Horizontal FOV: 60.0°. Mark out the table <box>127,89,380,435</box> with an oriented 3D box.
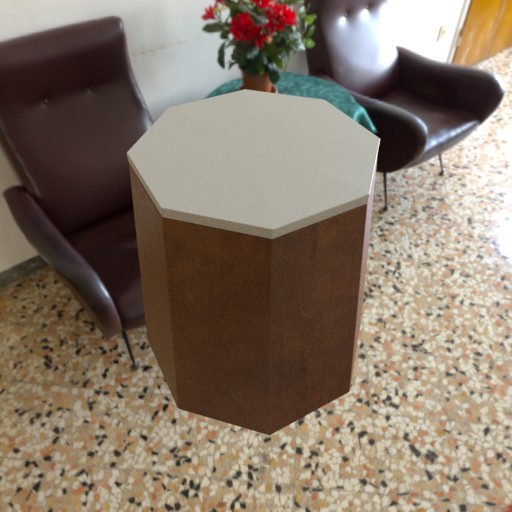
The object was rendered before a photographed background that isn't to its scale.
[{"bbox_3d":[0.000,0.000,0.807,0.439,0.457,0.439,11,46,10],"label":"table"}]
